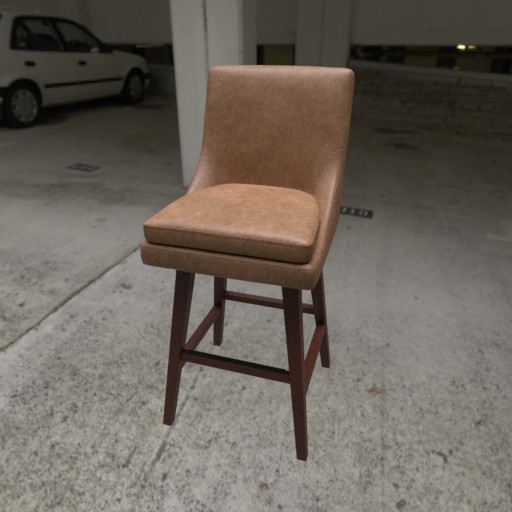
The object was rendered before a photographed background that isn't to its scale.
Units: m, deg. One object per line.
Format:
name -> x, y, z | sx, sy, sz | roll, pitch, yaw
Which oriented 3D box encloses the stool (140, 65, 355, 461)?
stool -> 0.000, 0.000, 1.401 | 0.487, 1.079, 0.572 | 8, 28, 16
